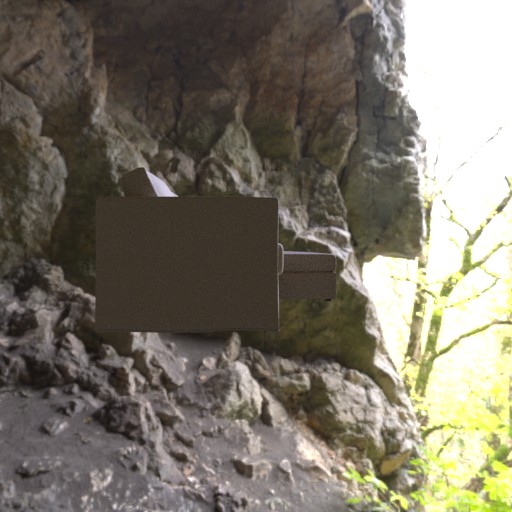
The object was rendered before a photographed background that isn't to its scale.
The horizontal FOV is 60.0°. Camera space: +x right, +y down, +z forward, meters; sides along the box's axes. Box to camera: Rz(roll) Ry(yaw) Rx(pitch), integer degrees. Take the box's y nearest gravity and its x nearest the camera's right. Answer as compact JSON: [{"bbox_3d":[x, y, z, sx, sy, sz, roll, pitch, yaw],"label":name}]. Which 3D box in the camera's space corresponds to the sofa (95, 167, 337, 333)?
[{"bbox_3d":[0.000,0.000,3.802,1.622,0.871,3.206,0,-2,0],"label":"sofa"}]
